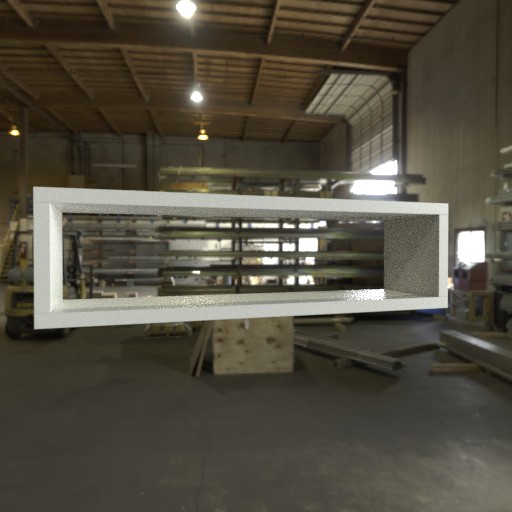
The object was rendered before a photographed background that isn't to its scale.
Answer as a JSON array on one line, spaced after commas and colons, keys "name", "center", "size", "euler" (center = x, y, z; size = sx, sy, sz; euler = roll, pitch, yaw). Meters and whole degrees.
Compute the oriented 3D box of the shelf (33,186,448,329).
[{"name": "shelf", "center": [0.000, 0.000, 0.696], "size": [0.610, 0.170, 0.150], "euler": [0, 1, -19]}]
